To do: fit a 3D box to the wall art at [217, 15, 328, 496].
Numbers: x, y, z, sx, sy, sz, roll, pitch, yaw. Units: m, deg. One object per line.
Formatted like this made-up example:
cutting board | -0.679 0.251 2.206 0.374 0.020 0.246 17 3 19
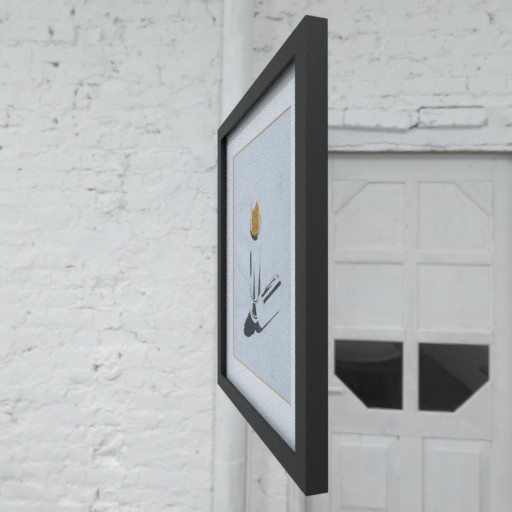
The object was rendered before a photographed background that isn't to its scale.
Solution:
wall art | 0.000 0.000 0.511 0.019 0.381 0.330 0 0 -17
